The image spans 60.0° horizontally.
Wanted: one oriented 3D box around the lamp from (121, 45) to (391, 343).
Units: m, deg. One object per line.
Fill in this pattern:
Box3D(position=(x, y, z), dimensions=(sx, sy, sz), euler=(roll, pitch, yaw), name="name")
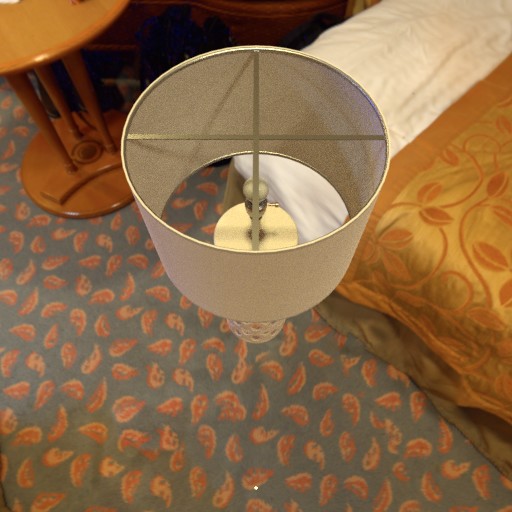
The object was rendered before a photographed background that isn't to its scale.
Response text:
Box3D(position=(0.000, 0.000, 0.820), dimensions=(0.324, 0.636, 0.325), euler=(0, 62, 0), name="lamp")
